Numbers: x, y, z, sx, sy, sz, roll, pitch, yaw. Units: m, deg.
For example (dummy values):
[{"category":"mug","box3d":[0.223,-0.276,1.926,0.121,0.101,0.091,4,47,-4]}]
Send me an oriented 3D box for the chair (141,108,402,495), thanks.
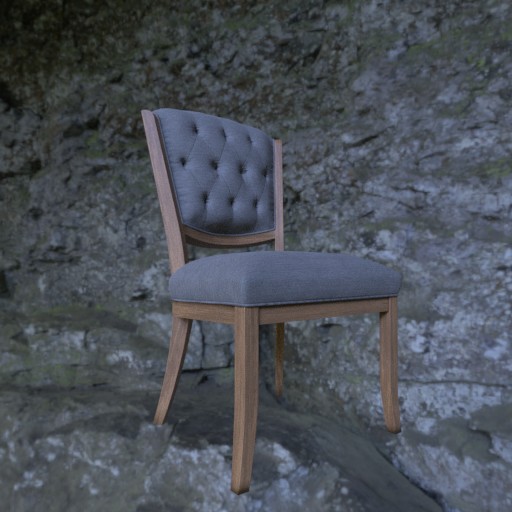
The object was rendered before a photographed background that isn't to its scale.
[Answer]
[{"category":"chair","box3d":[0.000,0.000,1.211,0.513,0.905,0.584,1,-1,-37]}]
